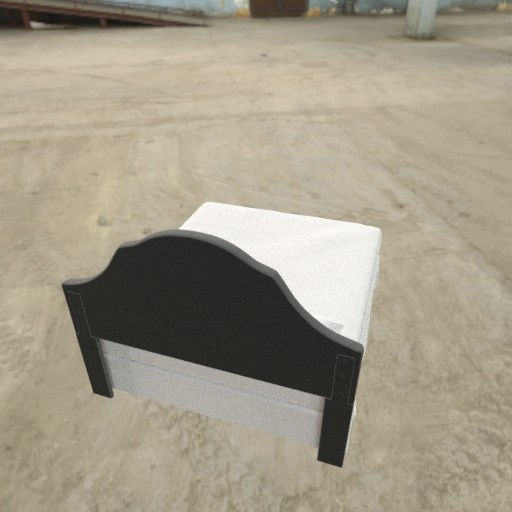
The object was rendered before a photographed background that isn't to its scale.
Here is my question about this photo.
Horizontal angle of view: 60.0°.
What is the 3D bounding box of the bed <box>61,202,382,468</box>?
[{"bbox_3d":[0.000,0.000,3.657,2.008,1.615,2.214,10,34,15],"label":"bed"}]
